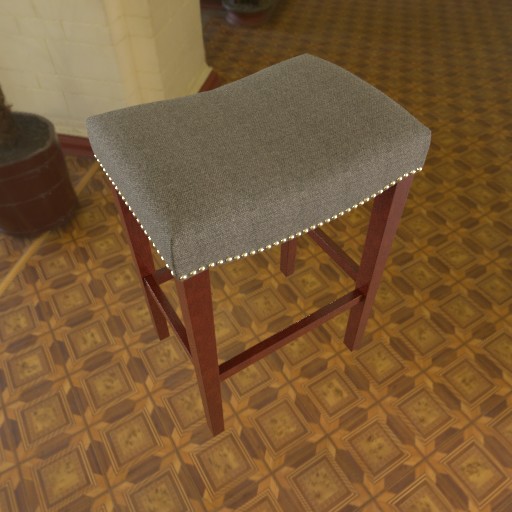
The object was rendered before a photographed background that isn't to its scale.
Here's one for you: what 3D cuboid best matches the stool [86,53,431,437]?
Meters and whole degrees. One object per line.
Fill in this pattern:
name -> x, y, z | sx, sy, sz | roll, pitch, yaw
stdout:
stool -> 0.000, 0.000, 1.026 | 0.504, 0.742, 0.372 | -25, 53, -21
